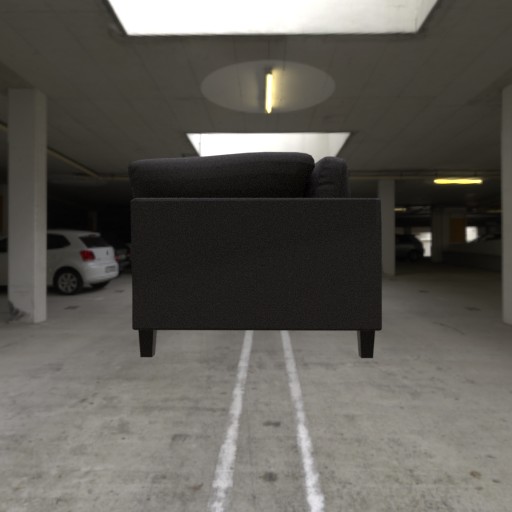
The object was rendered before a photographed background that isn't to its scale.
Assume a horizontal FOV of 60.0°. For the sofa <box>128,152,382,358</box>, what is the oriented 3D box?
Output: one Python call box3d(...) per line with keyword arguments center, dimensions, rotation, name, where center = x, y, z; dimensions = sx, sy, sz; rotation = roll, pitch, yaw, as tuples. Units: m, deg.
box3d(center=(0.000, 0.000, 2.759), dimensions=(0.969, 0.792, 2.312), rotation=(0, -1, 1), name="sofa")
